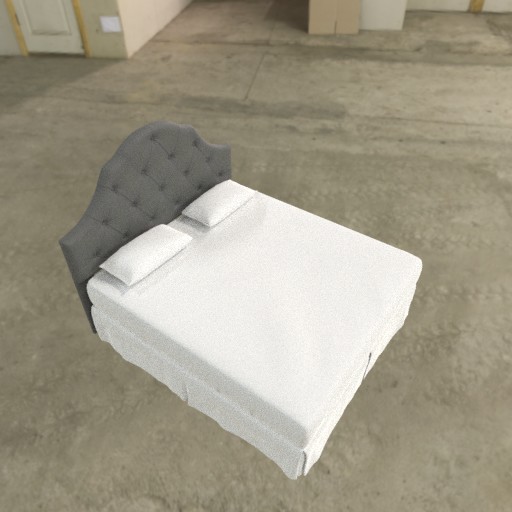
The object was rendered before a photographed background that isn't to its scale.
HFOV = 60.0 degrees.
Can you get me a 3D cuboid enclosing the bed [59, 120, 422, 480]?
[{"bbox_3d":[0.000,0.000,3.555,2.214,1.615,2.008,26,48,27],"label":"bed"}]
